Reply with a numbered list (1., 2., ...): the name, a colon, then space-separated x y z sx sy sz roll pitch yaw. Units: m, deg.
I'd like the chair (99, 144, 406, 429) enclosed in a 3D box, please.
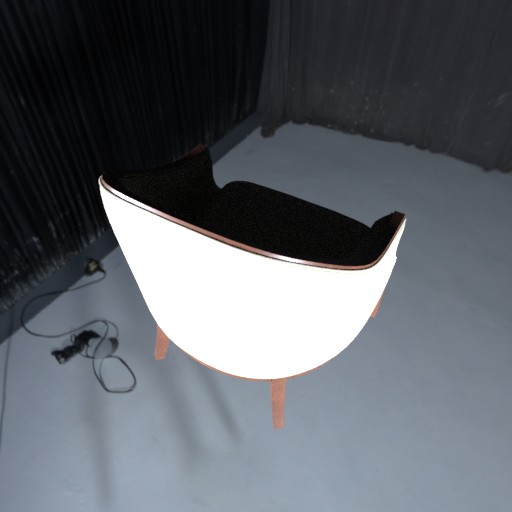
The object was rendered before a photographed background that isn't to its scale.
1. chair: 0.000 0.000 1.464 0.803 0.876 0.735 23 51 21
